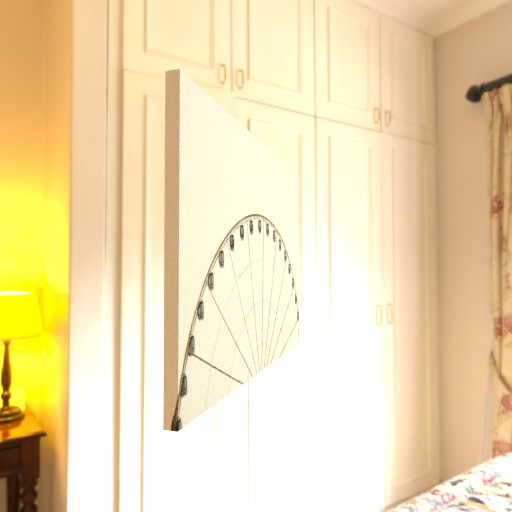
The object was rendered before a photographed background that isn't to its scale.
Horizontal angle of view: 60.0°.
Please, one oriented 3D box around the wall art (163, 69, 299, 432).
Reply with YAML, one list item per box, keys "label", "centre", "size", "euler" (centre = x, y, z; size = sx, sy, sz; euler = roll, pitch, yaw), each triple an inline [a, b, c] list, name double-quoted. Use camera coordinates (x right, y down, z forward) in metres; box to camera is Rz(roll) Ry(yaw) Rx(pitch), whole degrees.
- label: "wall art"
  centre: [0.000, 0.000, 1.482]
  size: [0.038, 0.767, 1.144]
  euler: [-1, -2, 18]
